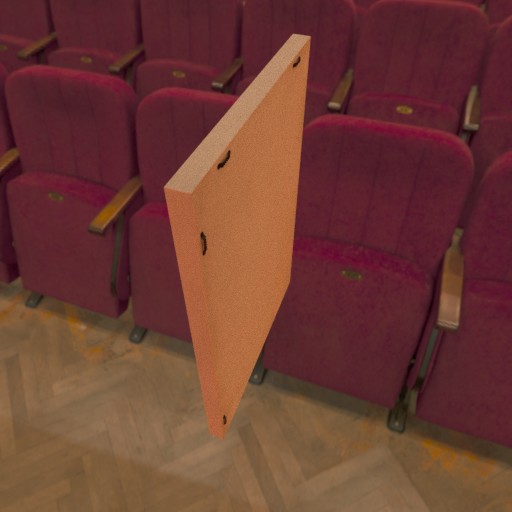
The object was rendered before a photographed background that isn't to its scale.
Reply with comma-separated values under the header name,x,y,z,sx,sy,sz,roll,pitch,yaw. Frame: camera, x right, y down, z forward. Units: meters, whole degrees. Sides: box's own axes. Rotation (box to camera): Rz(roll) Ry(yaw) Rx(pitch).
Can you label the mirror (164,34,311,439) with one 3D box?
name,x,y,z,sx,sy,sz,roll,pitch,yaw
mirror,0.000,0.000,0.929,0.040,0.710,0.507,15,48,14
